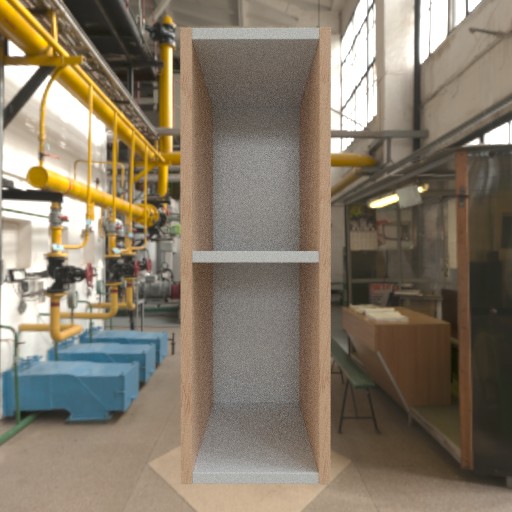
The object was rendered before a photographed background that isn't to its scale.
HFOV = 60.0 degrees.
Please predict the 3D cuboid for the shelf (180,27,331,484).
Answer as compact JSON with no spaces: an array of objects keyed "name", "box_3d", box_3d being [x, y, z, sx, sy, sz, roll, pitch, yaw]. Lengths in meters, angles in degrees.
[{"name":"shelf","box_3d":[0.000,0.000,0.727,0.200,0.600,0.290,0,0,0]}]
